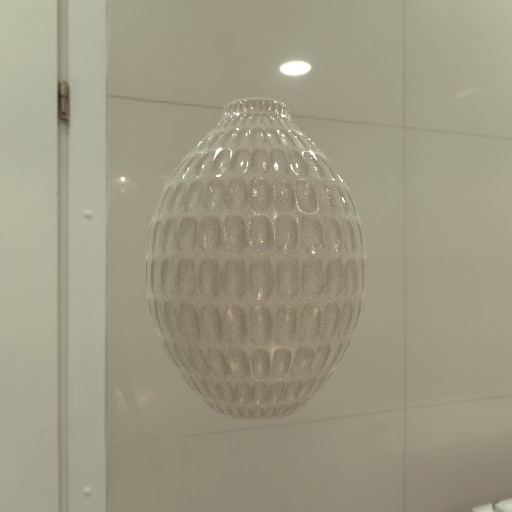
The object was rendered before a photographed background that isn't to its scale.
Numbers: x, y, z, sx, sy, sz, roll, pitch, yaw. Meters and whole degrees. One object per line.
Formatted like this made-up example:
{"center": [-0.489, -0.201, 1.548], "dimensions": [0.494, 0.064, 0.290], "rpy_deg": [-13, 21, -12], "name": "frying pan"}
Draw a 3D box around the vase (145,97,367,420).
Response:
{"center": [0.000, 0.000, 0.333], "dimensions": [0.162, 0.223, 0.162], "rpy_deg": [0, 0, 0], "name": "vase"}
